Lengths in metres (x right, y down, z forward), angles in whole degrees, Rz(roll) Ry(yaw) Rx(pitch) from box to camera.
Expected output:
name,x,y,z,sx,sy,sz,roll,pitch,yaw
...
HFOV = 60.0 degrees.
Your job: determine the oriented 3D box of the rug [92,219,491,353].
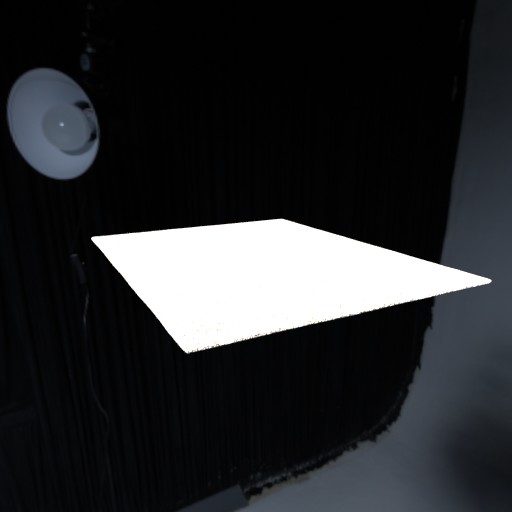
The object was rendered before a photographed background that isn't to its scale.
name,x,y,z,sx,sy,sz,roll,pitch,yaw
rug,0.000,0.000,4.088,2.438,0.029,3.047,-8,17,-27
